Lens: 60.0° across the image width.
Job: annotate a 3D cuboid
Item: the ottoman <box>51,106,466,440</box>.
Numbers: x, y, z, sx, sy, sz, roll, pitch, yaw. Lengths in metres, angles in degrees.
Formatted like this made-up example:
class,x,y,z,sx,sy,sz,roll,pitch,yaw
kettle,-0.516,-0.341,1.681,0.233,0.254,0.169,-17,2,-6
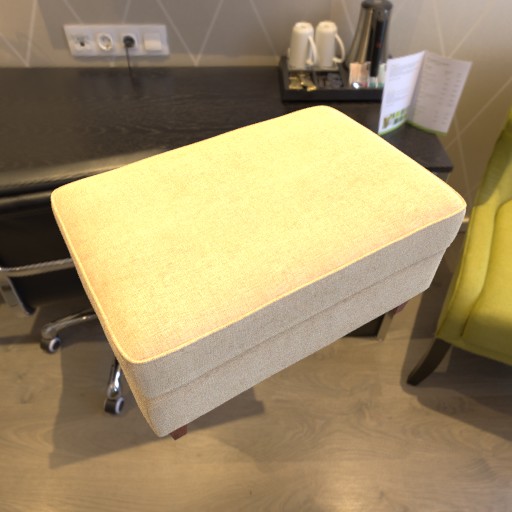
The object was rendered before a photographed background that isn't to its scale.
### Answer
class,x,y,z,sx,sy,sz,roll,pitch,yaw
ottoman,0.000,0.000,1.200,0.862,0.484,0.583,-24,51,-21
